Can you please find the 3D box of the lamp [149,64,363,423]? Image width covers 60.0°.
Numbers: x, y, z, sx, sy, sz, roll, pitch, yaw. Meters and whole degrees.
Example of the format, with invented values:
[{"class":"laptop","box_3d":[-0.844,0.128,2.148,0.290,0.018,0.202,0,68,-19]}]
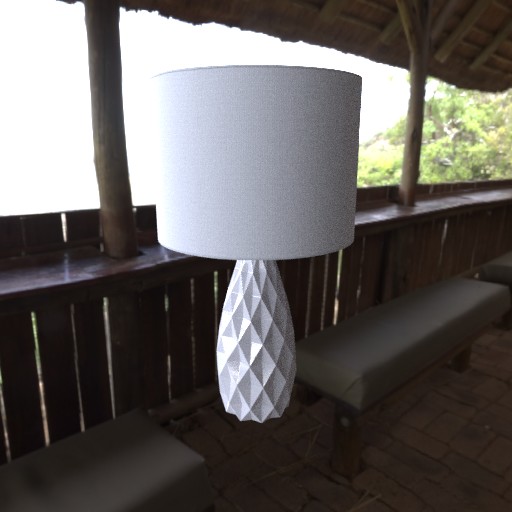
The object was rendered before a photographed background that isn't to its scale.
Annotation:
[{"class":"lamp","box_3d":[0.000,0.000,0.695,0.297,0.522,0.297,0,15,0]}]
